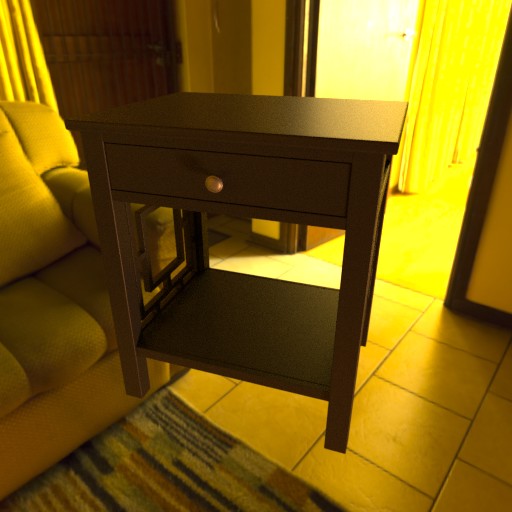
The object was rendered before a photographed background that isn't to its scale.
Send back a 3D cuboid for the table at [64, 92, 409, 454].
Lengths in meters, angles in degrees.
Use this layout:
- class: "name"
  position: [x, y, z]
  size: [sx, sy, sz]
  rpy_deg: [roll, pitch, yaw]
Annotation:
- class: "table"
  position: [0.000, 0.000, 1.019]
  size: [0.564, 0.646, 0.451]
  rpy_deg: [9, 28, 17]
